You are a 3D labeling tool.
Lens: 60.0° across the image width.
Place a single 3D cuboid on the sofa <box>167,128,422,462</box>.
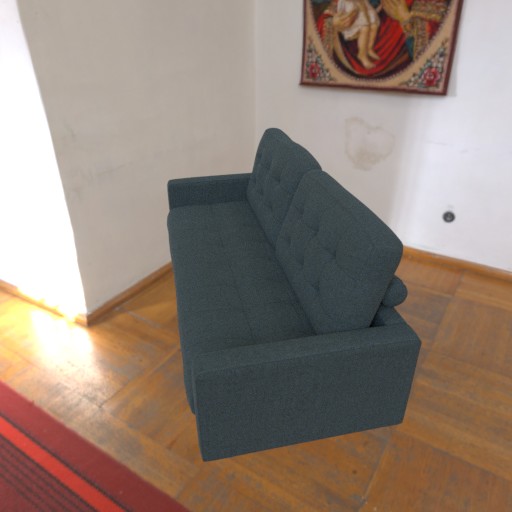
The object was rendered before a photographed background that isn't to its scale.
[{"bbox_3d":[0.000,0.000,2.556,0.966,1.050,2.010,-6,31,-11],"label":"sofa"}]
